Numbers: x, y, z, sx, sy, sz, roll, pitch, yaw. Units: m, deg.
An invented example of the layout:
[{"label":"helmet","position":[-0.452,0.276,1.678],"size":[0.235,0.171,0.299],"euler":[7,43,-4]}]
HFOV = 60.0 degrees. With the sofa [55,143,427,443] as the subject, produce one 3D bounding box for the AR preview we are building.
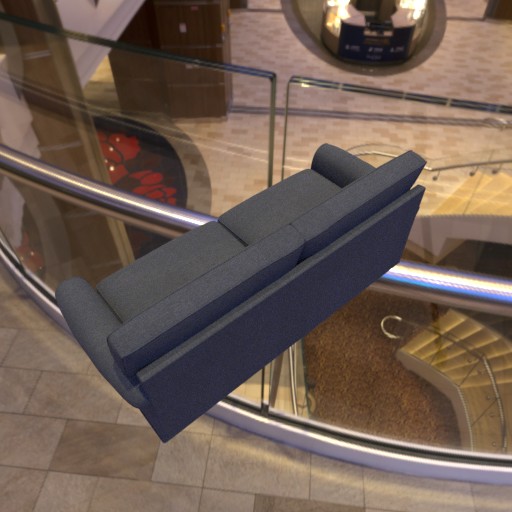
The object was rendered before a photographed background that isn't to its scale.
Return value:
[{"label":"sofa","position":[0.000,0.000,2.948],"size":[2.391,1.026,0.954],"euler":[-32,55,-26]}]
